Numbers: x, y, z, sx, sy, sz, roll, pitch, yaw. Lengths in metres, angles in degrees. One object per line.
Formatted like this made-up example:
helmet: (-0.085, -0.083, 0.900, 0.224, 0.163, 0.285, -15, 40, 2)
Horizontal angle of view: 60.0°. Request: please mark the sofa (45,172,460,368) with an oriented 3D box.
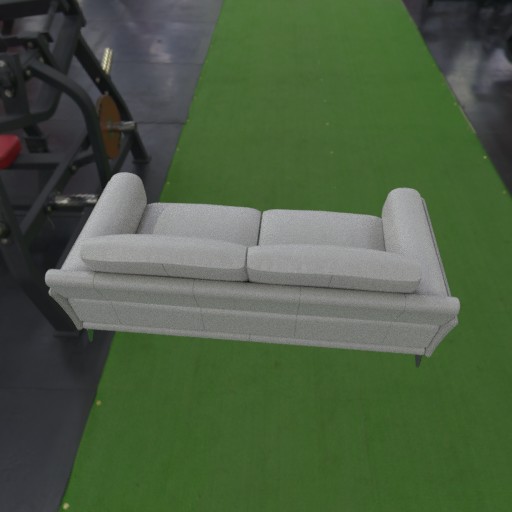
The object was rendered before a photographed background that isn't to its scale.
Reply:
sofa: (0.000, 0.000, 2.662, 2.101, 0.930, 1.049, 4, 46, 4)
